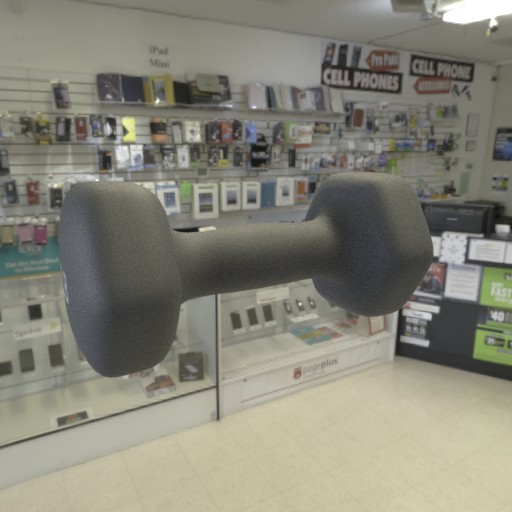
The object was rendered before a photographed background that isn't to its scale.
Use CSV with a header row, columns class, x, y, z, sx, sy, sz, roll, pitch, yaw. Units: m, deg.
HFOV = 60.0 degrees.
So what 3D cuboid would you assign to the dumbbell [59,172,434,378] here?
class,x,y,z,sx,sy,sz,roll,pitch,yaw
dumbbell,0.000,0.000,0.297,0.240,0.105,0.116,-7,16,-26
